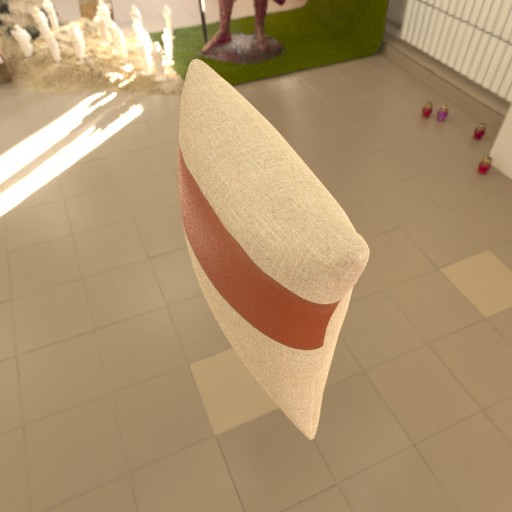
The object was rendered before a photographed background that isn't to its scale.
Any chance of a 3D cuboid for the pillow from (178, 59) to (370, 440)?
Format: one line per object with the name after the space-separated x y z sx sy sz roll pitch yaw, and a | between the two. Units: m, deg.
0.000 0.000 0.628 0.173 0.399 0.414 -18 50 -16 | pillow
